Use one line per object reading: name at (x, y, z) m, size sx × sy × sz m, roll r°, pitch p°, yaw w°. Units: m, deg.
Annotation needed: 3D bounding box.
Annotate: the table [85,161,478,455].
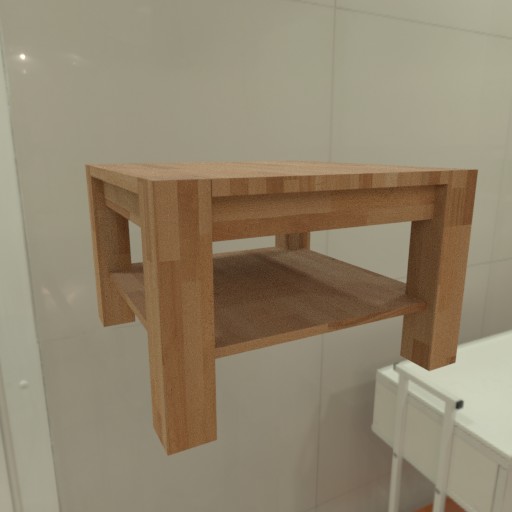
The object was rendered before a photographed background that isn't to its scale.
table at (0.000, 0.000, 1.138) m, size 0.700 × 0.451 × 0.700 m, roll -7°, pitch 16°, yaw -27°
